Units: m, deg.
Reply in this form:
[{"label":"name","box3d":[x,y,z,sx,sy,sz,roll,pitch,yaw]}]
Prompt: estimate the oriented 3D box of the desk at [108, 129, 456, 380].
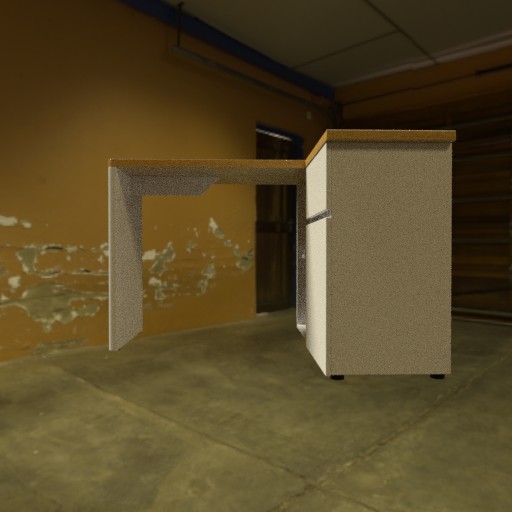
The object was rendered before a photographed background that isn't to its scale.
[{"label":"desk","box3d":[0.000,0.000,1.761,1.170,0.760,0.900,0,1,-2]}]
